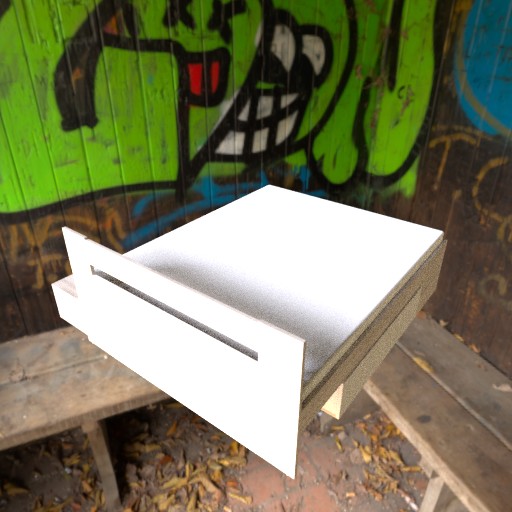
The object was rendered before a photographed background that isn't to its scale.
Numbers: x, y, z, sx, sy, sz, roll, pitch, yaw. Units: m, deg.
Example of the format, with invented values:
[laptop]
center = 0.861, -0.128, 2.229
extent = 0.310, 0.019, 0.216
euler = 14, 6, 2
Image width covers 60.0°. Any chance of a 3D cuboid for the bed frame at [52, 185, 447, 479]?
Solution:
[bed frame]
center = 0.000, 0.000, 3.167
extent = 2.040, 0.860, 2.050
euler = 21, 36, 32
